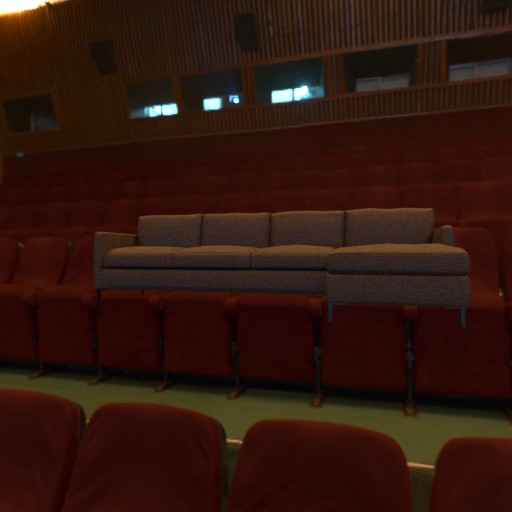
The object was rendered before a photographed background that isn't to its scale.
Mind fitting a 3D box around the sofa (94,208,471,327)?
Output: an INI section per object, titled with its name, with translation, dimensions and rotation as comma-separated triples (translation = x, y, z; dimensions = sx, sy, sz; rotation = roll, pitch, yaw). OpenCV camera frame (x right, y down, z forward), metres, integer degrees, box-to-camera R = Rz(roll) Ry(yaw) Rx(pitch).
[sofa]
translation = 0.000, 0.000, 3.882
dimensions = 3.221, 0.892, 1.483
rotation = 0, 0, 17
